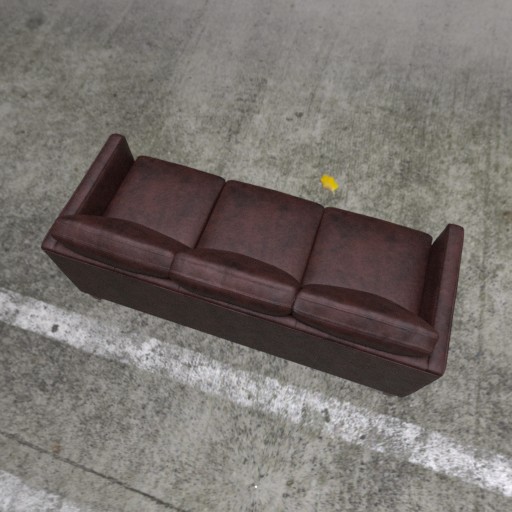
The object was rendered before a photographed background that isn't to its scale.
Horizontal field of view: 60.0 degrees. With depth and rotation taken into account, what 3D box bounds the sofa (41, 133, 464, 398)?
[{"bbox_3d":[0.000,0.000,3.013,2.464,1.006,1.045,17,64,8],"label":"sofa"}]
